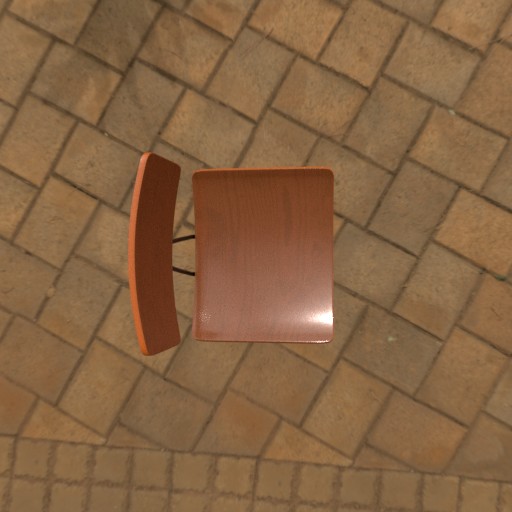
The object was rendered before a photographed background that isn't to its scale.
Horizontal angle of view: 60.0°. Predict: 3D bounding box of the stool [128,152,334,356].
[{"bbox_3d":[0.000,0.000,1.273,0.440,0.969,0.509,0,90,1],"label":"stool"}]
